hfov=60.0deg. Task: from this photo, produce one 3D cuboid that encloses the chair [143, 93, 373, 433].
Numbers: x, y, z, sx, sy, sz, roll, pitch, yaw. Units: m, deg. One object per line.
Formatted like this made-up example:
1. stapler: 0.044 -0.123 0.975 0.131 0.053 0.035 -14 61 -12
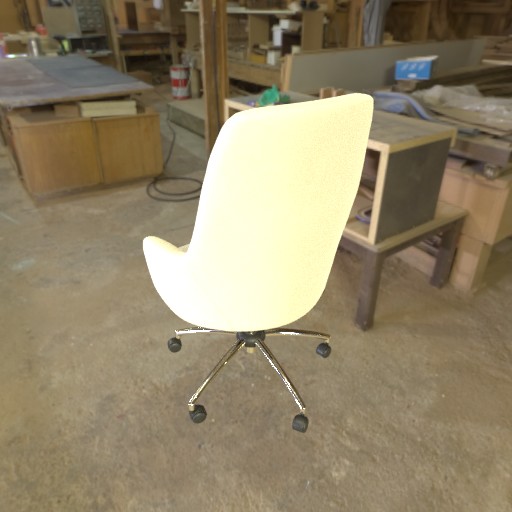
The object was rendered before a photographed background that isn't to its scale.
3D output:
1. chair: 0.000 0.000 1.431 0.620 1.049 0.640 -19 36 -28
